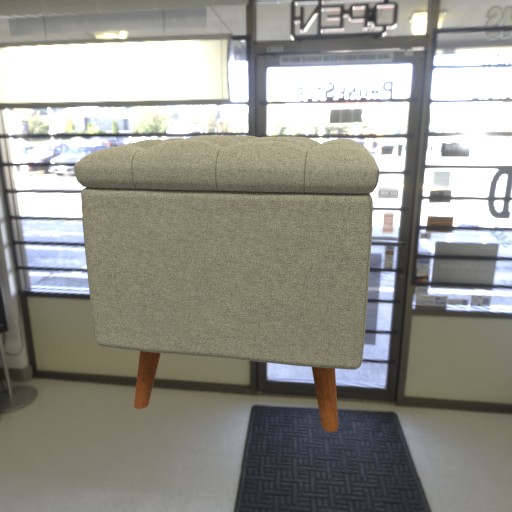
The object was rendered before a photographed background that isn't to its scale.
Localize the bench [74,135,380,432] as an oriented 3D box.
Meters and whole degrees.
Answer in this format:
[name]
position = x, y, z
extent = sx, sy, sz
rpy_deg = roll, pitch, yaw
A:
[bench]
position = 0.000, 0.000, 0.894
extent = 0.417, 0.469, 0.572
rpy_deg = 3, 15, 10
